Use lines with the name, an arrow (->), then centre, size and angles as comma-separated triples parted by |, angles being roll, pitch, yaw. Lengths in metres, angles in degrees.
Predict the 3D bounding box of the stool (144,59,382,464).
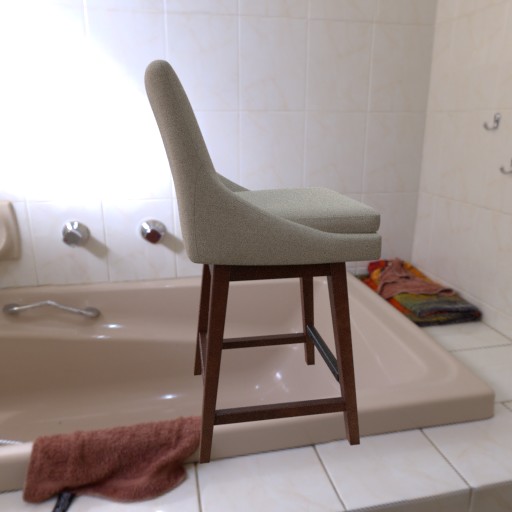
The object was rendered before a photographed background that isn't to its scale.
stool -> 0.000, 0.000, 1.277 | 0.559, 0.991, 0.469 | -3, 17, -9
